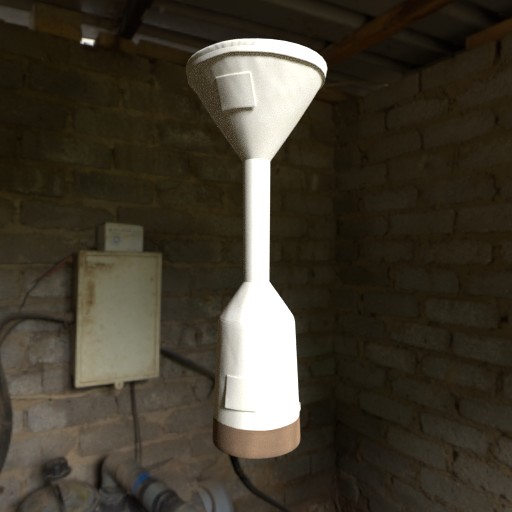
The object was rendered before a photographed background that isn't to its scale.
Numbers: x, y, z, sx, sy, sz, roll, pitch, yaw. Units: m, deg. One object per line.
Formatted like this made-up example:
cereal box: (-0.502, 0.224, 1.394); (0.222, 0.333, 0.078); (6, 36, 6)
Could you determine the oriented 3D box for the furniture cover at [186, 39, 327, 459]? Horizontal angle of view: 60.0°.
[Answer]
furniture cover: (0.000, 0.000, 2.902); (0.914, 2.413, 0.914); (0, 1, 19)
